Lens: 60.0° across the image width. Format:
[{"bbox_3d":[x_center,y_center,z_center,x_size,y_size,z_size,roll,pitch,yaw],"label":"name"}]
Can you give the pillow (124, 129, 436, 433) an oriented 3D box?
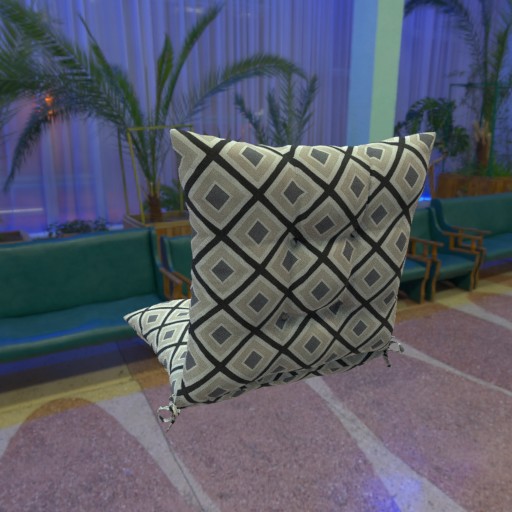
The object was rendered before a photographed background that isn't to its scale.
[{"bbox_3d":[0.000,0.000,0.988,0.541,0.536,0.585,-7,17,-25],"label":"pillow"}]
